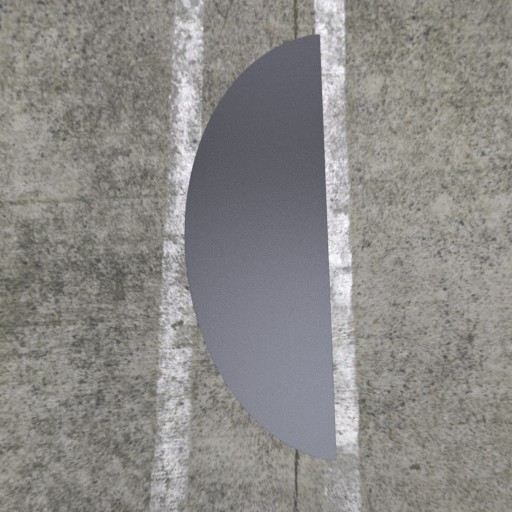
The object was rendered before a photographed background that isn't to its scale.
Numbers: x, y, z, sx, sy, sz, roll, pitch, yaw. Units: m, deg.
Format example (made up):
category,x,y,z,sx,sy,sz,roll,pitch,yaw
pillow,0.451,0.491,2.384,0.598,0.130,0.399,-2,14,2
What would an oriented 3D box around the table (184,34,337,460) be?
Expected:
category,x,y,z,sx,sy,sz,roll,pitch,yaw
table,0.000,0.000,1.600,0.394,0.780,1.219,0,75,0
